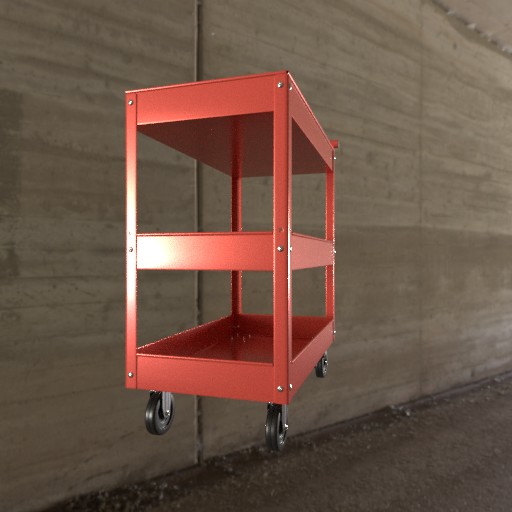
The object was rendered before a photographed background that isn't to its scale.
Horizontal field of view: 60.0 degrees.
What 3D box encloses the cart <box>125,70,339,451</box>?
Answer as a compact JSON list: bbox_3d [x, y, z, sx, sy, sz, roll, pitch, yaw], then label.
[{"bbox_3d":[0.000,0.000,1.213,0.366,0.780,0.719,0,0,17],"label":"cart"}]
